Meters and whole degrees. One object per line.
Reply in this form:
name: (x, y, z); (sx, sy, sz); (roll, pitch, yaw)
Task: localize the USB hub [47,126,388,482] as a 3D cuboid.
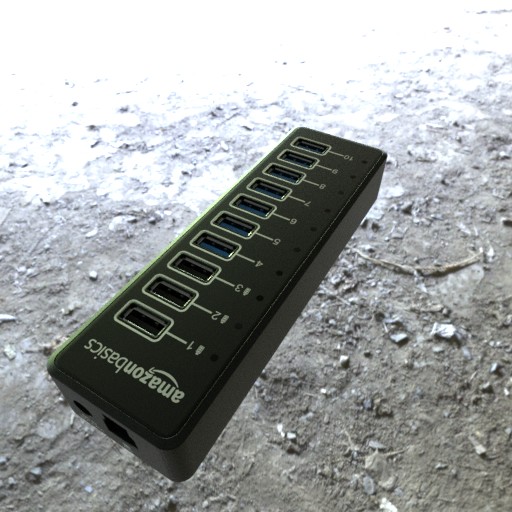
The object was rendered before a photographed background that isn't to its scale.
USB hub: (0.000, 0.000, 0.158); (0.044, 0.023, 0.145); (23, 50, 21)
